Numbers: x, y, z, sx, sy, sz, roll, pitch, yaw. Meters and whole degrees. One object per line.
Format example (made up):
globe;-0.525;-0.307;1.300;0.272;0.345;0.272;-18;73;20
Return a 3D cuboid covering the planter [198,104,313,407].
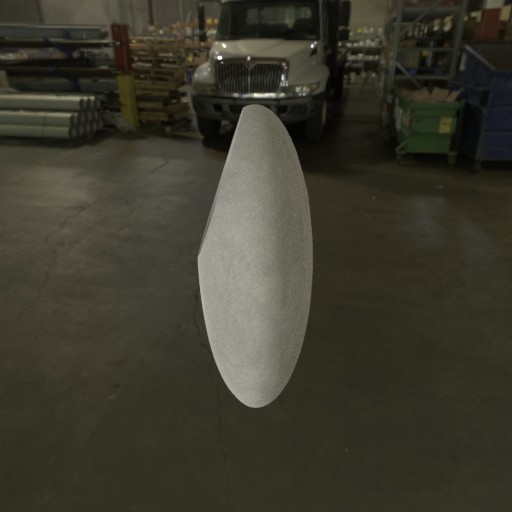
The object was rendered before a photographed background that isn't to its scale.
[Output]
planter;0.000;0.000;0.290;0.071;0.188;0.185;0;26;0
